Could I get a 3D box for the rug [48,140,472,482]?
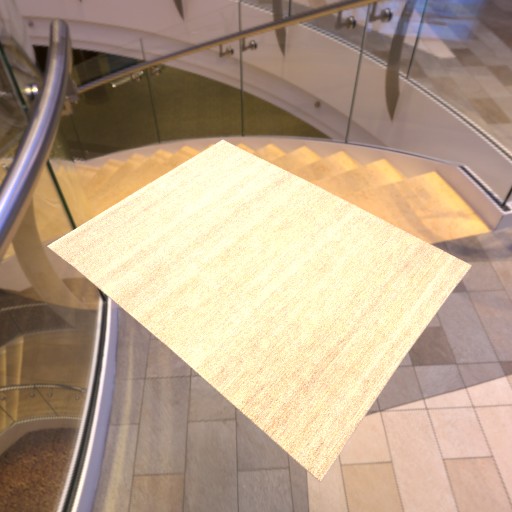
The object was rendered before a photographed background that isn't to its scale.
[{"bbox_3d":[0.000,0.000,4.218,3.245,0.046,2.467,33,55,26],"label":"rug"}]
